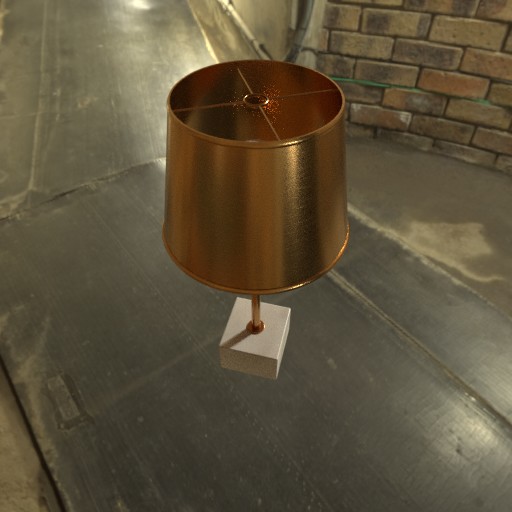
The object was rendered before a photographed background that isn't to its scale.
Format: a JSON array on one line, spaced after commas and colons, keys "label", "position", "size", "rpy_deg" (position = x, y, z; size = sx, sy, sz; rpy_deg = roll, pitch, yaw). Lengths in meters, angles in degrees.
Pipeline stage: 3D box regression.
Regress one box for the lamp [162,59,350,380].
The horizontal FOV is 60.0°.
[{"label": "lamp", "position": [0.000, 0.000, 0.536], "size": [0.208, 0.406, 0.208], "rpy_deg": [0, 46, 0]}]
